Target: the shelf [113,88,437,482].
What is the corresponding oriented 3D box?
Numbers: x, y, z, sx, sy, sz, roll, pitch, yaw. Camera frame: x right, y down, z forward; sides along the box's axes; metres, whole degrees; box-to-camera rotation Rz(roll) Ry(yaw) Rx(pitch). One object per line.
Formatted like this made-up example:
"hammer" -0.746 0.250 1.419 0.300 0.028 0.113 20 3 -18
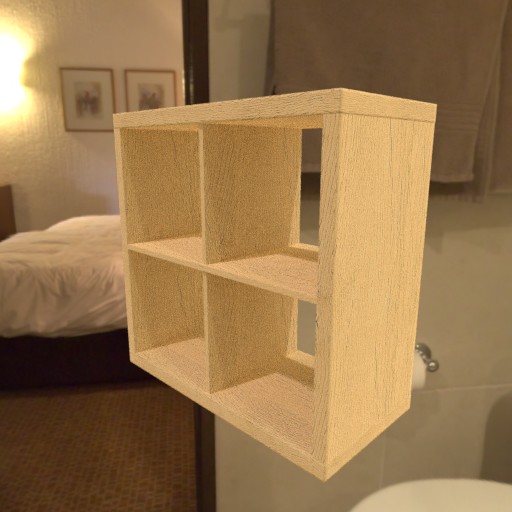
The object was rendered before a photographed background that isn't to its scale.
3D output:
"shelf" 0.000 0.000 1.250 0.790 0.786 0.390 13 18 43
